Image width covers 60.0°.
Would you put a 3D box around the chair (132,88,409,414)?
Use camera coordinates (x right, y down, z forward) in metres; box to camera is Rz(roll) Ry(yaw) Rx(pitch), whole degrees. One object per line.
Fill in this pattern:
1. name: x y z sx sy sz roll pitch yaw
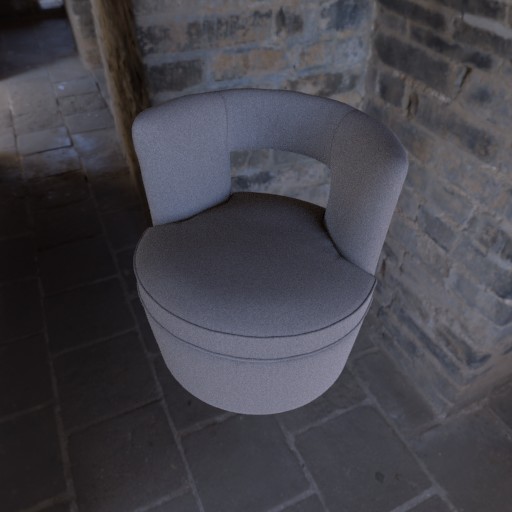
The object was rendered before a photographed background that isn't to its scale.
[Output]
1. chair: 0.000 0.000 1.265 0.689 0.719 0.660 13 44 13
